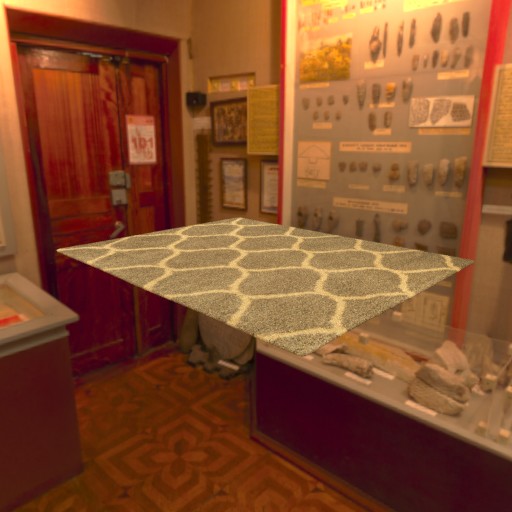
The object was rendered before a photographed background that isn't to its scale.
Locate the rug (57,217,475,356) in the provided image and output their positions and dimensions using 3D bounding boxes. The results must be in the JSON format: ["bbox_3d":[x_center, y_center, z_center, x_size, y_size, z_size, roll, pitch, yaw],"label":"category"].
[{"bbox_3d":[0.000,0.000,4.035,3.000,0.026,2.399,15,21,42],"label":"rug"}]
